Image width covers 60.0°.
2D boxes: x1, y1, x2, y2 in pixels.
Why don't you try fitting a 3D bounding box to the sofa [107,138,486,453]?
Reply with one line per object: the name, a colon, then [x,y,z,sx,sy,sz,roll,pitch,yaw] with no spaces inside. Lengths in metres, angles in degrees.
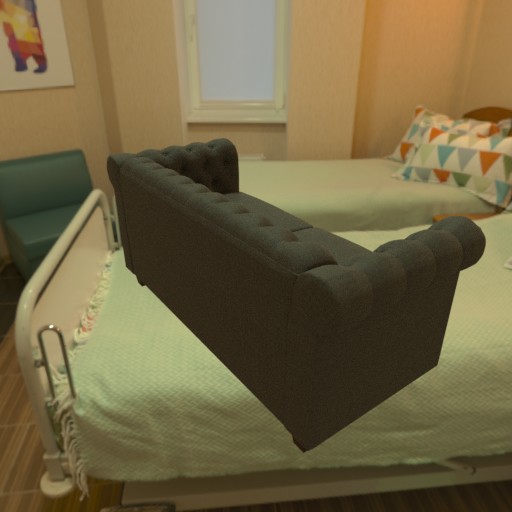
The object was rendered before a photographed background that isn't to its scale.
sofa: [0.000,0.000,2.172,0.783,0.797,1.798,-18,32,-32]
